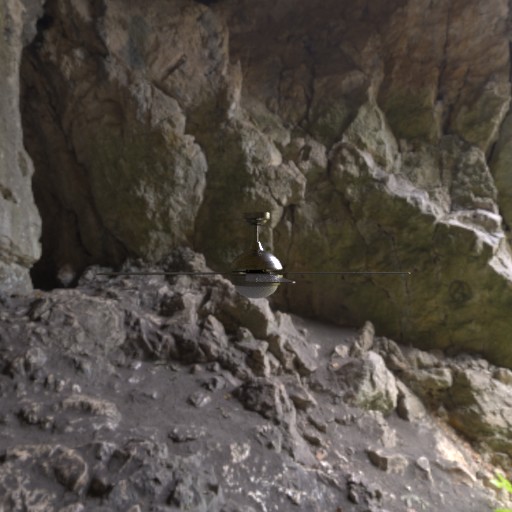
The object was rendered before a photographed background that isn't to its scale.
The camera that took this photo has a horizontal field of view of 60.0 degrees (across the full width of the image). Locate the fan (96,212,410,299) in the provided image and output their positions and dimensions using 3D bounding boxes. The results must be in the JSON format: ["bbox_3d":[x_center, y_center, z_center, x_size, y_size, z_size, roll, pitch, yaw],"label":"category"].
[{"bbox_3d":[0.000,0.000,1.983,1.321,0.381,1.321,0,0,17],"label":"fan"}]
